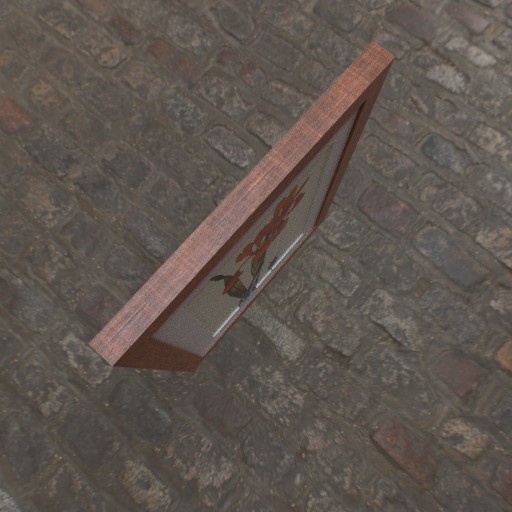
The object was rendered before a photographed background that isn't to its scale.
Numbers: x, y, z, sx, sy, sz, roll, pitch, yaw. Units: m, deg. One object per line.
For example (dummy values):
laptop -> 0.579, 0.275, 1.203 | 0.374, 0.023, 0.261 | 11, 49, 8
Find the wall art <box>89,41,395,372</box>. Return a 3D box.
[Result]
wall art -> 0.000, 0.000, 0.752 | 0.033, 0.567, 0.467 | 40, 78, 10
